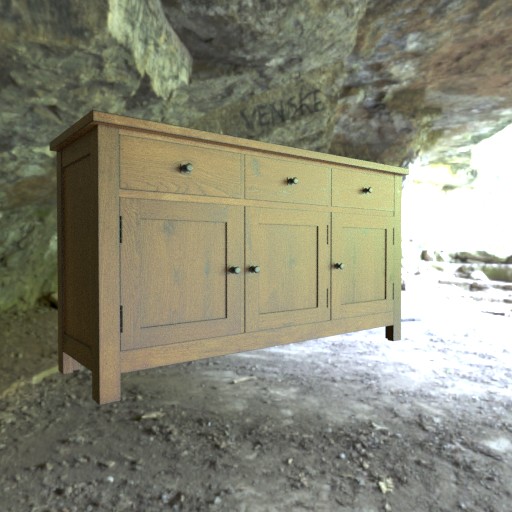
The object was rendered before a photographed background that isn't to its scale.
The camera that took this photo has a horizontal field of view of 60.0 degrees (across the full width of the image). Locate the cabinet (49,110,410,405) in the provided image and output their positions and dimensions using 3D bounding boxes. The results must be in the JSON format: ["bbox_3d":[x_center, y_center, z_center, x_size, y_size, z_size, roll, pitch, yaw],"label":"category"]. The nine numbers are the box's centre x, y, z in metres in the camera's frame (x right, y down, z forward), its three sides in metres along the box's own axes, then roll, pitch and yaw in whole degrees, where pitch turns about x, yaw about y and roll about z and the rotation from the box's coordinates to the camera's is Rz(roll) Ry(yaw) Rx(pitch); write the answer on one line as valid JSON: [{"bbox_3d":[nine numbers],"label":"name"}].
[{"bbox_3d":[0.000,0.000,1.835,1.474,0.813,0.480,-1,1,-38],"label":"cabinet"}]
